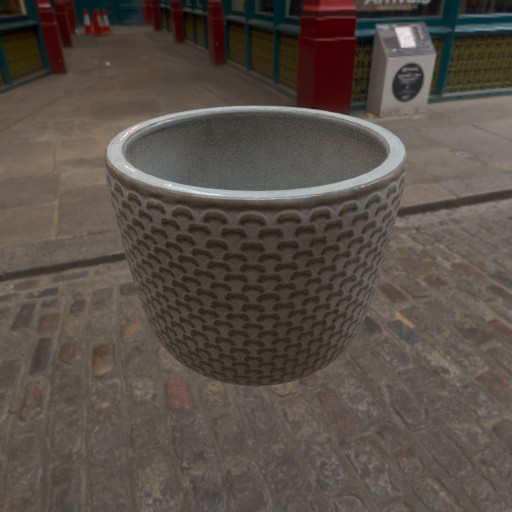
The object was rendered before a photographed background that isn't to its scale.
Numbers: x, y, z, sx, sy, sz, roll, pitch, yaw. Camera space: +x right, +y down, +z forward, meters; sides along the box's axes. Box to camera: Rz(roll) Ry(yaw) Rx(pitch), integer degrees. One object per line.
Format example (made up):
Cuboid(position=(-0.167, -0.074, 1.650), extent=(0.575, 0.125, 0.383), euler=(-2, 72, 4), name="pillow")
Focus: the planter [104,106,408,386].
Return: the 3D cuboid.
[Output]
Cuboid(position=(0.000, 0.000, 0.300), extent=(0.173, 0.160, 0.173), euler=(0, 31, 0), name="planter")
